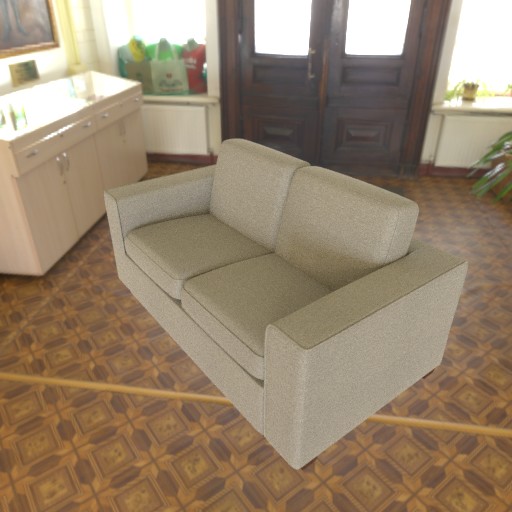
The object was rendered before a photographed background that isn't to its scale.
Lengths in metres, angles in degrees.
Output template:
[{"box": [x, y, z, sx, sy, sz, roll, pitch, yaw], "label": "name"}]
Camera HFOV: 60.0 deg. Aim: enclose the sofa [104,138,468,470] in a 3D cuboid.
[{"box": [0.000, 0.000, 2.431, 1.007, 0.924, 1.812, -21, 36, -32], "label": "sofa"}]
